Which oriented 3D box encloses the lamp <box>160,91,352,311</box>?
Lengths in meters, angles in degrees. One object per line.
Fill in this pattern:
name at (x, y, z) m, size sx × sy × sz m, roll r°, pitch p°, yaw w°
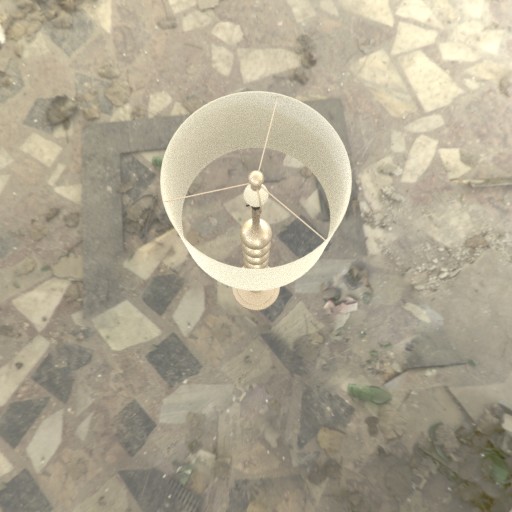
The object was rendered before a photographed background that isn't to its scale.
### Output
lamp at (0.000, 0.000, 1.617) m, size 0.394 × 1.474 × 0.394 m, roll -15°, pitch 78°, yaw -3°
